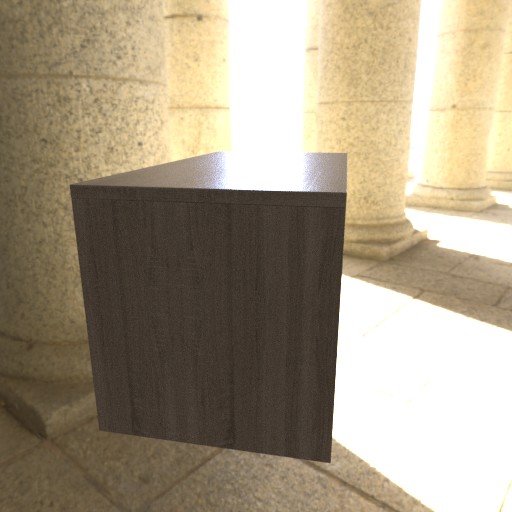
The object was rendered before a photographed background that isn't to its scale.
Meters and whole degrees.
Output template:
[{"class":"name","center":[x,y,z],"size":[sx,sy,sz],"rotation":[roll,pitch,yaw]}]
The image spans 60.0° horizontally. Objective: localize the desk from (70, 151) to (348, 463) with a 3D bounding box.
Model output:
[{"class":"desk","center":[0.000,0.000,1.813],"size":[0.690,0.745,1.380],"rotation":[3,17,11]}]
